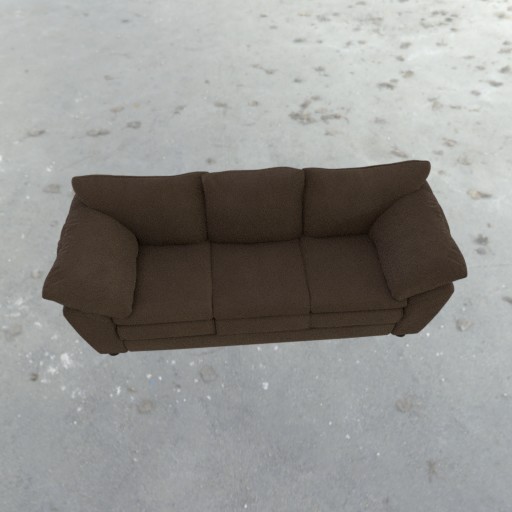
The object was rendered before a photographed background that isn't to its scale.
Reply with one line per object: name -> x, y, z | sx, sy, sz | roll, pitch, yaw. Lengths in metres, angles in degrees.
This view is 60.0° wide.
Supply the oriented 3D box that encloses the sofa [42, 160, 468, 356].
sofa -> 0.000, 0.000, 2.838 | 2.336, 1.015, 0.878 | -3, 48, -3
